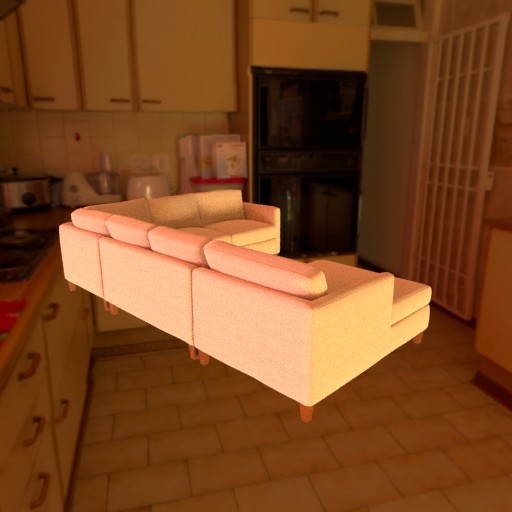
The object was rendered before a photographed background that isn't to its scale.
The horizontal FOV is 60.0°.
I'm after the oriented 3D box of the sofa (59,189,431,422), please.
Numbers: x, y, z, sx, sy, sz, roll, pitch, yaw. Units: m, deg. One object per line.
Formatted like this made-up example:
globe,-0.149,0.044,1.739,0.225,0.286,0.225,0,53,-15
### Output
sofa,0.000,0.000,4.515,3.460,0.961,2.594,15,21,43
